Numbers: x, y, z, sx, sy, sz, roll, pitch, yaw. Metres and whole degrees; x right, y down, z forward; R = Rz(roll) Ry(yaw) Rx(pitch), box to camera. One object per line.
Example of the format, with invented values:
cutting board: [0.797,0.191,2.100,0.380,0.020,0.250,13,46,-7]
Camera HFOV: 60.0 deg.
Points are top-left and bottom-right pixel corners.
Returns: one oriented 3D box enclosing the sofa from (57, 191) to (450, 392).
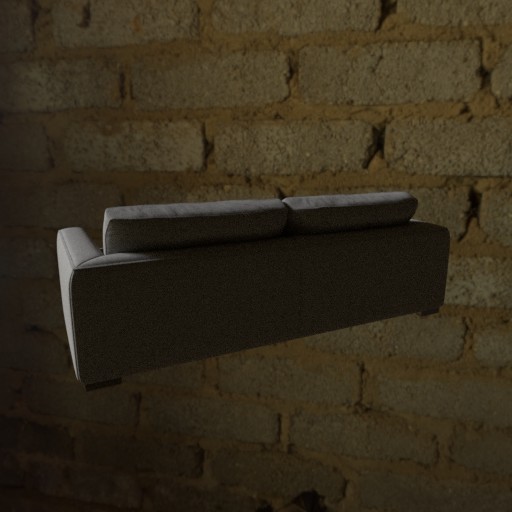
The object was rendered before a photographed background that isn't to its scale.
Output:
sofa: [0.000,0.000,2.792,2.262,0.801,1.070,-7,15,-26]
